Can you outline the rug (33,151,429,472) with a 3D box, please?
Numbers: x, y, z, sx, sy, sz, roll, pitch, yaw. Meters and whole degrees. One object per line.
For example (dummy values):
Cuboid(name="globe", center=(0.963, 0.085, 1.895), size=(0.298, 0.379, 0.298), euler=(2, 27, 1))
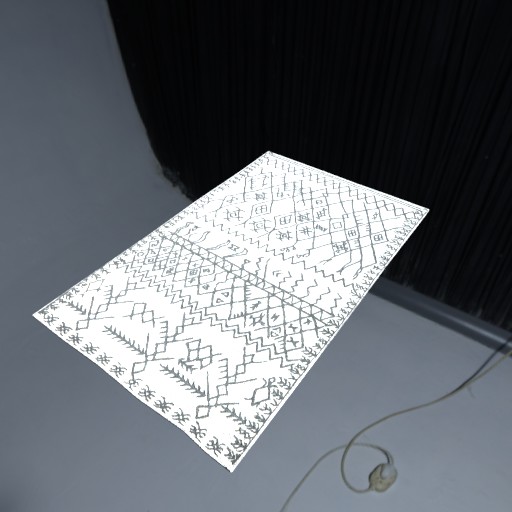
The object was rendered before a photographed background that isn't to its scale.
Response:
Cuboid(name="rug", center=(0.000, 0.000, 3.041), size=(1.530, 0.012, 2.444), euler=(26, 49, 26))
